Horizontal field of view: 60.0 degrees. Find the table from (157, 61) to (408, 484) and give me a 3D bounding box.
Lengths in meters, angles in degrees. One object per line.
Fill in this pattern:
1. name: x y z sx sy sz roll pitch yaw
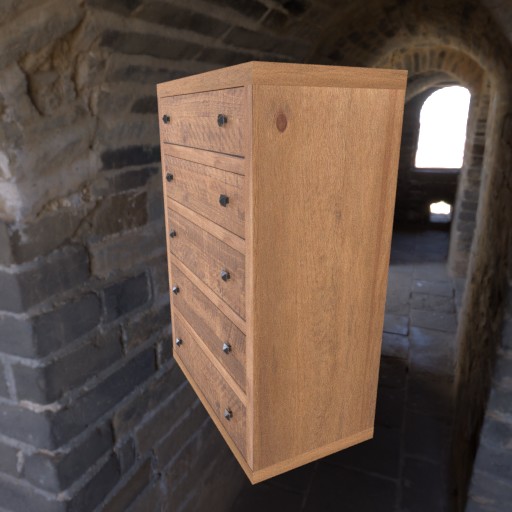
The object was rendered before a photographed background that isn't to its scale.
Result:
1. table: 0.000 0.000 1.735 0.524 1.294 0.901 -8 19 -25
